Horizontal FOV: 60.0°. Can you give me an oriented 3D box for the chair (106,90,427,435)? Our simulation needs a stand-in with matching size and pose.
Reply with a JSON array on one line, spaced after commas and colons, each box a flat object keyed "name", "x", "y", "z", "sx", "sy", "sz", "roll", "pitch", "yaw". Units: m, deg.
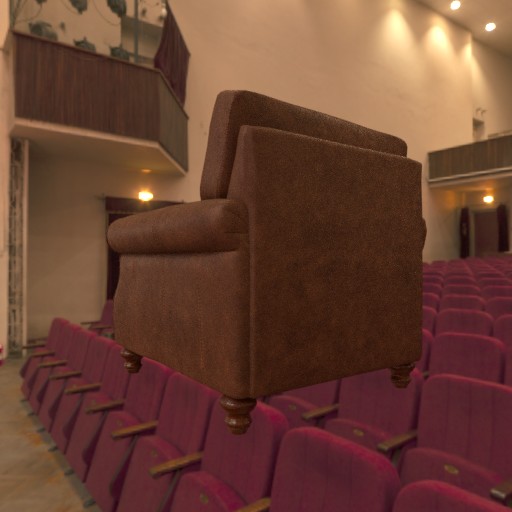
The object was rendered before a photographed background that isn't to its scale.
[{"name": "chair", "x": 0.000, "y": 0.000, "z": 1.764, "sx": 0.996, "sy": 0.976, "sz": 1.002, "roll": 0, "pitch": 0, "yaw": -36}]
